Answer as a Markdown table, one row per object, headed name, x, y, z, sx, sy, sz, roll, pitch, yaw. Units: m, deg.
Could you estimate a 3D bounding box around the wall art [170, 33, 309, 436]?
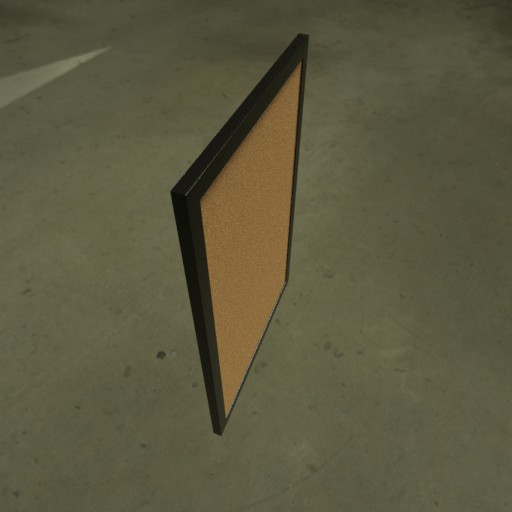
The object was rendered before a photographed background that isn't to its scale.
| name | x | y | z | sx | sy | sz | roll | pitch | yaw |
| --- | --- | --- | --- | --- | --- | --- | --- | --- | --- |
| wall art | 0.000 | 0.000 | 0.562 | 0.013 | 0.432 | 0.304 | 16 | 49 | 14 |
